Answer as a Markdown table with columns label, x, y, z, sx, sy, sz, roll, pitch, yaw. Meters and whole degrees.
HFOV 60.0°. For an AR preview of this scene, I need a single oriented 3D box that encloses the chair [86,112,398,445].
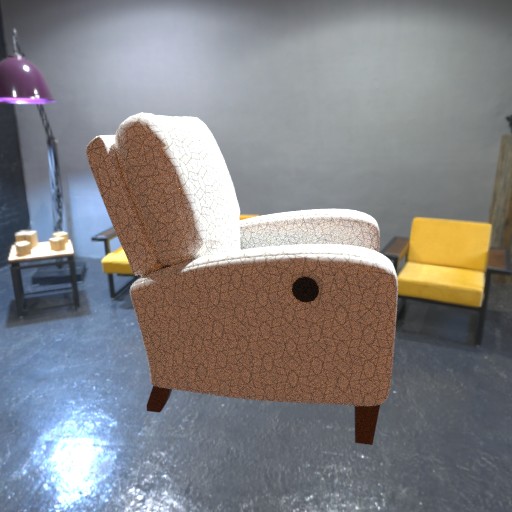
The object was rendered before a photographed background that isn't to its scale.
| label | x | y | z | sx | sy | sz | roll | pitch | yaw |
| --- | --- | --- | --- | --- | --- | --- | --- | --- | --- |
| chair | 0.000 | 0.000 | 1.743 | 0.995 | 1.064 | 0.796 | 3 | 16 | 10 |
